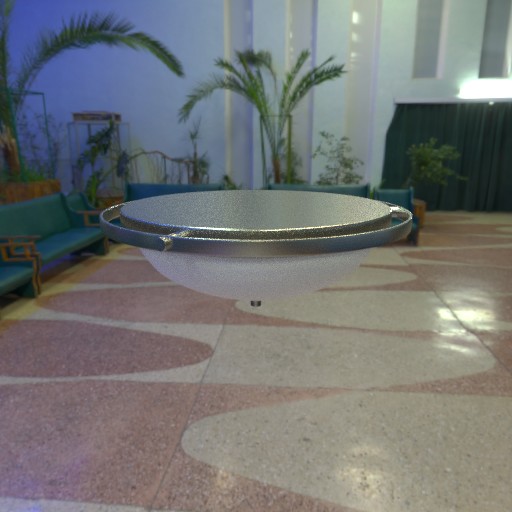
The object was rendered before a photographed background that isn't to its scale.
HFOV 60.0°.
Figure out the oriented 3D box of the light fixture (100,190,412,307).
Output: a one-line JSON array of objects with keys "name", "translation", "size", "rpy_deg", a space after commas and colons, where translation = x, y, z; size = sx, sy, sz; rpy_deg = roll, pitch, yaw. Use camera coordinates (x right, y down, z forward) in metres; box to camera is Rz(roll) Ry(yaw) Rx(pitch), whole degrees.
[{"name": "light fixture", "translation": [0.000, 0.000, 0.555], "size": [0.361, 0.130, 0.361], "rpy_deg": [0, 15, 0]}]
